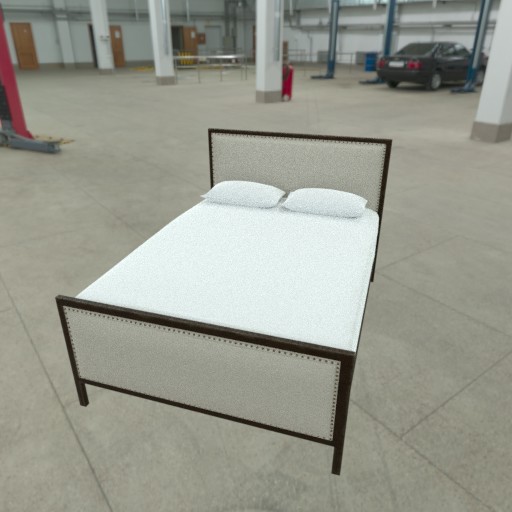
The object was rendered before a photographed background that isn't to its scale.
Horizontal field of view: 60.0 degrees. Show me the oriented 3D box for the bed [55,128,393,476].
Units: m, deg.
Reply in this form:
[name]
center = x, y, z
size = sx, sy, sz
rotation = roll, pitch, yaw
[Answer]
[bed]
center = 0.000, 0.000, 3.153
size = 1.607, 1.313, 2.221
rotation = 8, 27, 16
